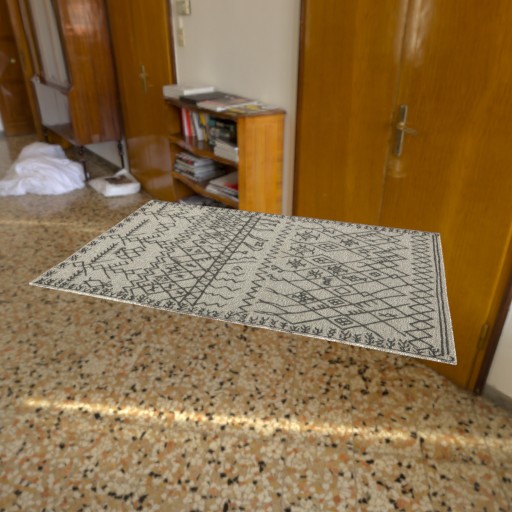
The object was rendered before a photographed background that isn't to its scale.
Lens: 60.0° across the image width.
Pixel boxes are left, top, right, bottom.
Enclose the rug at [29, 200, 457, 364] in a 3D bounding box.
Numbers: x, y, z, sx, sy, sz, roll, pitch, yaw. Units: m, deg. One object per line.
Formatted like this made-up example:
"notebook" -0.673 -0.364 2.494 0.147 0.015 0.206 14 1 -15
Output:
"rug" 0.000 0.000 4.759 3.824 0.019 2.393 8 29 15
